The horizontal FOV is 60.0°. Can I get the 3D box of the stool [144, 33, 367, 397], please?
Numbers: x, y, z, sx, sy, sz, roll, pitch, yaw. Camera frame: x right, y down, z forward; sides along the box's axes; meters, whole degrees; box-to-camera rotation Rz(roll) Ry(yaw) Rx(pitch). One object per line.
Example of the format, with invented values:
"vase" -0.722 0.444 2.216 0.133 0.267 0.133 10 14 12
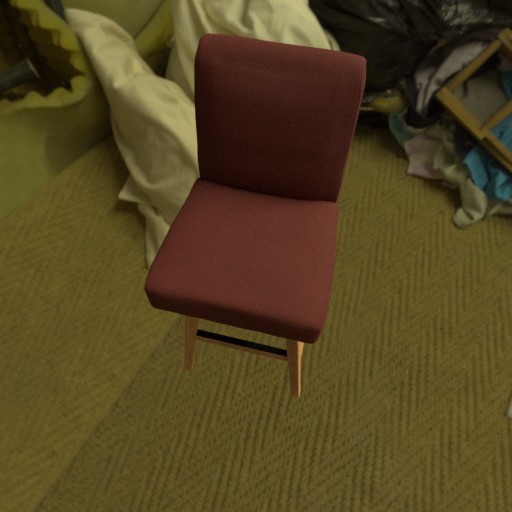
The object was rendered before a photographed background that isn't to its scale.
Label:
"stool" 0.000 0.000 1.367 0.468 1.093 0.562 12 59 7
